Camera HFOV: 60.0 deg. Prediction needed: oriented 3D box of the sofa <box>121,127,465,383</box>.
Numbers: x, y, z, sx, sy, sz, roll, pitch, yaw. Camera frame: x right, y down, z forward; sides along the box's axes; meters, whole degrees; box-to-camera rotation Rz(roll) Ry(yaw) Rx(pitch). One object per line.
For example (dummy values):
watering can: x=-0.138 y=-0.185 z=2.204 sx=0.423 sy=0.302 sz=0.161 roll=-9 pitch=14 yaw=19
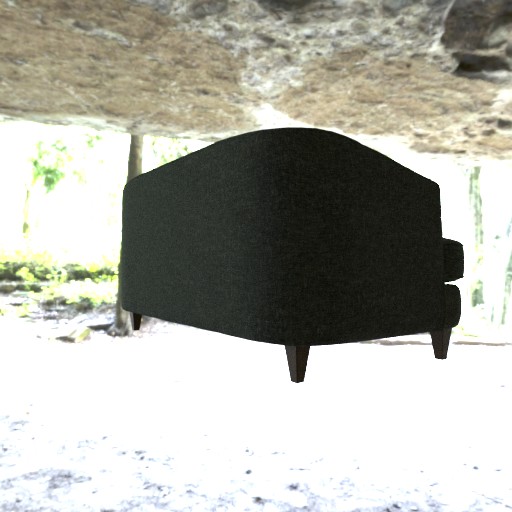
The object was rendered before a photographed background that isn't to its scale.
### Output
sofa: x=0.000 y=0.000 z=2.240 sx=0.941 sy=0.855 sz=1.733 roll=1 pitch=-1 yaw=-36
